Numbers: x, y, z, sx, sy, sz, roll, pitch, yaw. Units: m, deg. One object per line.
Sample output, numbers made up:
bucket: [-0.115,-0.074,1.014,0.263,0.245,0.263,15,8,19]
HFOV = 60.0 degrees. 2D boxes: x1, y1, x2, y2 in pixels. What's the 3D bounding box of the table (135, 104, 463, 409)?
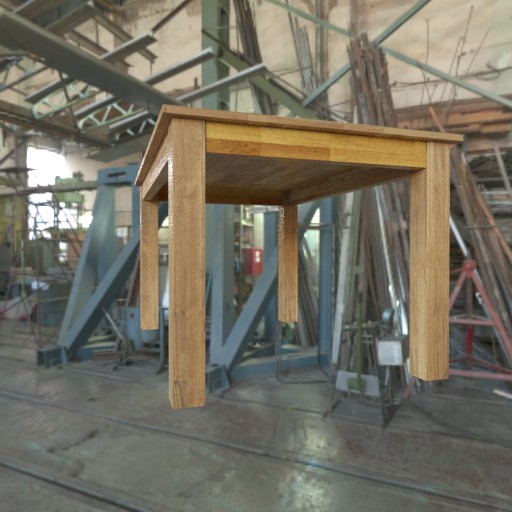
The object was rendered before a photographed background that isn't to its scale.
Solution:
table: [0.000,0.000,1.830,0.900,0.750,1.300,0,1,-18]
